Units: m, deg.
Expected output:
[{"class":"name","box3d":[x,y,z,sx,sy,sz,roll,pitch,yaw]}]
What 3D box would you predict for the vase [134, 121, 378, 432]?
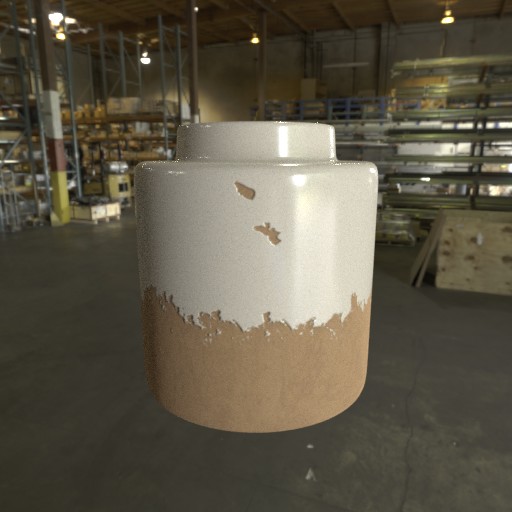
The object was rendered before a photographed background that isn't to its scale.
[{"class":"vase","box3d":[0.000,0.000,0.298,0.153,0.167,0.153,0,13,0]}]
